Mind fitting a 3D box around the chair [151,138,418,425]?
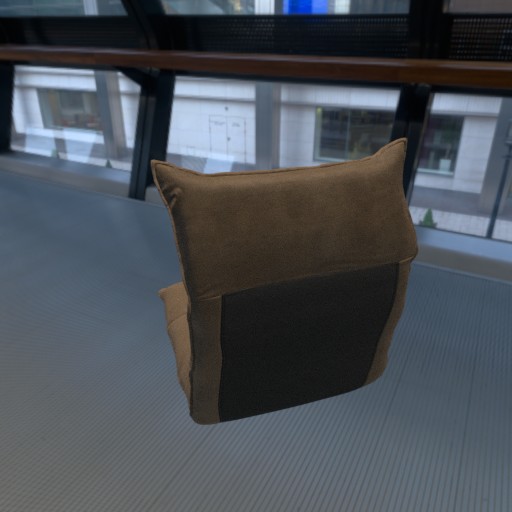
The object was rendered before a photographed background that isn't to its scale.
[{"bbox_3d":[0.000,0.000,1.585,0.714,0.892,0.985,-8,27,-16],"label":"chair"}]
